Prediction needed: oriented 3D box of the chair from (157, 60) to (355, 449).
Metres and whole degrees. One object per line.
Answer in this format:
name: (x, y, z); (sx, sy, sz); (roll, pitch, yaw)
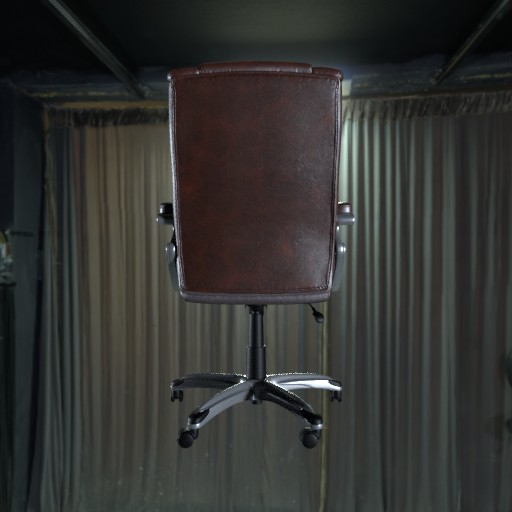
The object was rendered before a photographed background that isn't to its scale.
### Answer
chair: (0.000, 0.000, 1.581); (0.656, 1.128, 0.692); (0, 1, 0)
